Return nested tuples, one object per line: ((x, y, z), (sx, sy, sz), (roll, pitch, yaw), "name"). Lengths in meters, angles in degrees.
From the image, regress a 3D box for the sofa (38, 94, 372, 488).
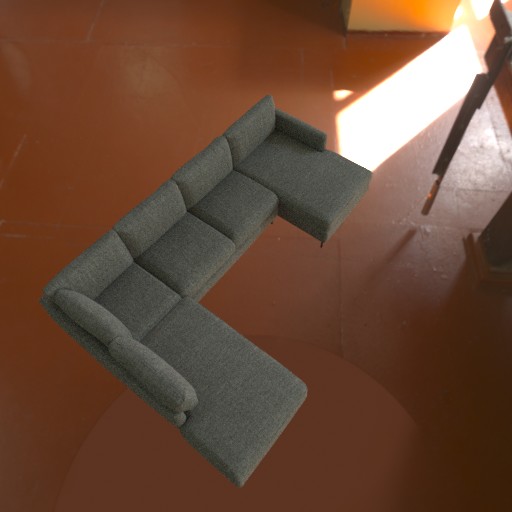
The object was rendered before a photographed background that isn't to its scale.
((0.000, 0.000, 3.559), (1.879, 0.756, 2.737), (33, 64, 19), "sofa")
